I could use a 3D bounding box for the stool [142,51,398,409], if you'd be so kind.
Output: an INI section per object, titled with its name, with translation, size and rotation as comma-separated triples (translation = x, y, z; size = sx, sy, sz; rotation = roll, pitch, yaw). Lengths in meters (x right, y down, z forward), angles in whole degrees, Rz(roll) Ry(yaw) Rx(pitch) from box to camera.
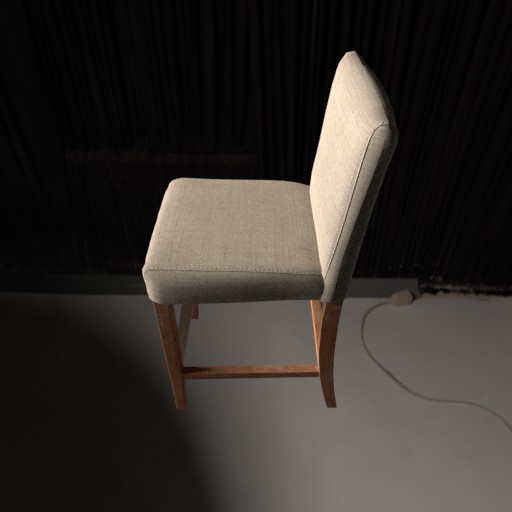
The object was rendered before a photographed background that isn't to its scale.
[stool]
translation = 0.000, 0.000, 1.323
size = 0.567, 1.039, 0.454
rotation = 0, 42, 0
